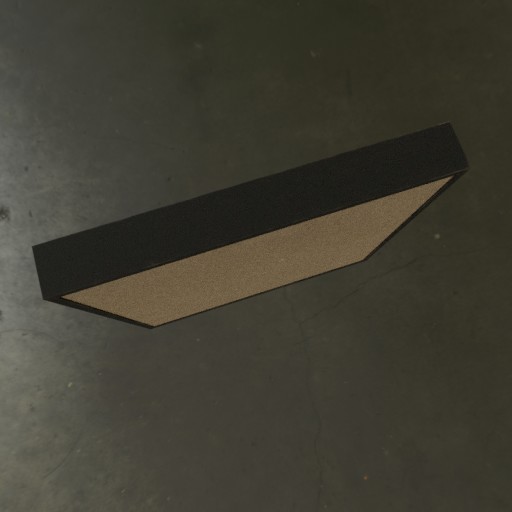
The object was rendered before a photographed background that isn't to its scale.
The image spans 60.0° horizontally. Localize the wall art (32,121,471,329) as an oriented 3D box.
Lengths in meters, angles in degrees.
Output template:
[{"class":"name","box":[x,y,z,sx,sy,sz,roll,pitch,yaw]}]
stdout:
[{"class":"wall art","box":[0.000,0.000,0.453,0.305,0.305,0.038,-17,78,-4]}]
